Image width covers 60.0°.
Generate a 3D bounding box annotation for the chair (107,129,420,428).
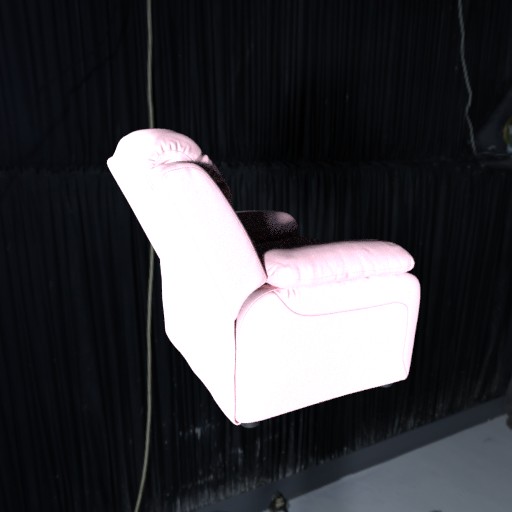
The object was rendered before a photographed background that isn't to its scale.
[{"bbox_3d":[0.000,0.000,1.283,0.709,0.702,0.680,-7,17,-26],"label":"chair"}]
